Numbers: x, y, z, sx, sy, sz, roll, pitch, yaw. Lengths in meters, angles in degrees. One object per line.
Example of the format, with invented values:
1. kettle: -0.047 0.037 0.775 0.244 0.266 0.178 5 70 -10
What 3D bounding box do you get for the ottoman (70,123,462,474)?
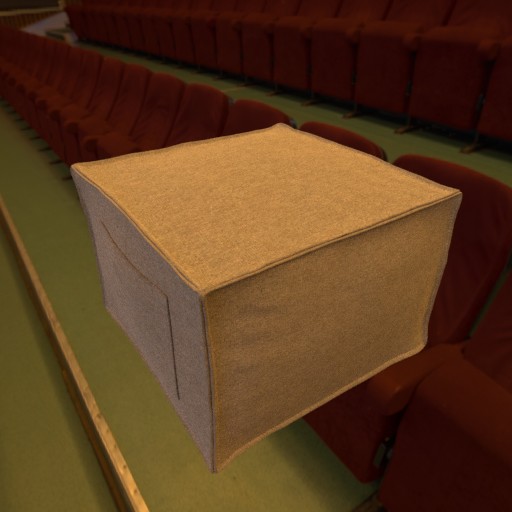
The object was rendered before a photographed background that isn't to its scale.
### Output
1. ottoman: 0.000 0.000 1.158 0.696 0.470 0.707 -20 37 -29
